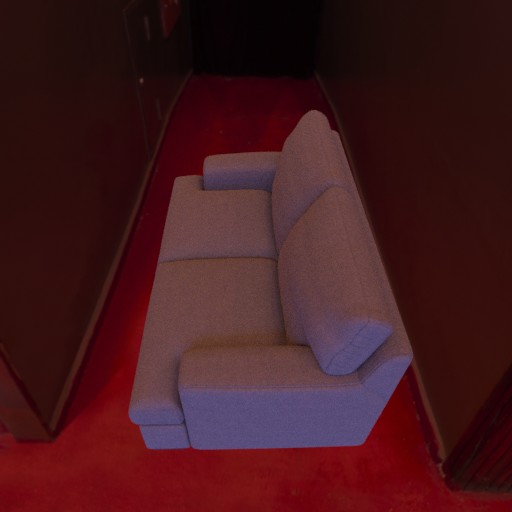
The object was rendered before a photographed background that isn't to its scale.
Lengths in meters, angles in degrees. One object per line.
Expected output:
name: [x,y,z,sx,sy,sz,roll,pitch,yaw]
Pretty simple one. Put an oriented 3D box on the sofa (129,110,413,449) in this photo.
sofa: [0.000,0.000,2.483,1.140,0.950,1.869,-1,43,-1]
